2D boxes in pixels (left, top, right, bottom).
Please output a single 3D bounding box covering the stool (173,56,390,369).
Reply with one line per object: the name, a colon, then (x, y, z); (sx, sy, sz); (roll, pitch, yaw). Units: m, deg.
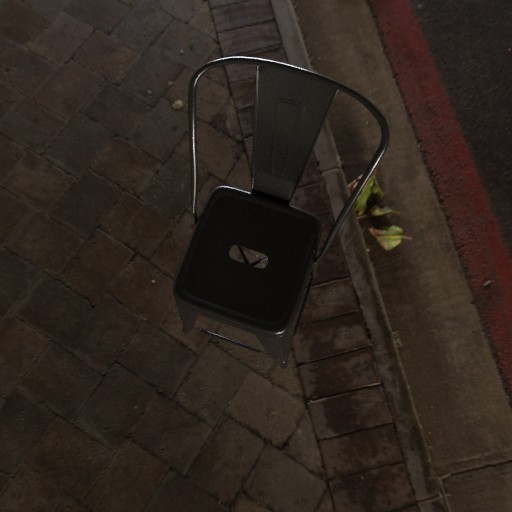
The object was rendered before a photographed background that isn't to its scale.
stool: (0.000, 0.000, 1.293); (0.432, 1.022, 0.528); (19, 76, 5)
